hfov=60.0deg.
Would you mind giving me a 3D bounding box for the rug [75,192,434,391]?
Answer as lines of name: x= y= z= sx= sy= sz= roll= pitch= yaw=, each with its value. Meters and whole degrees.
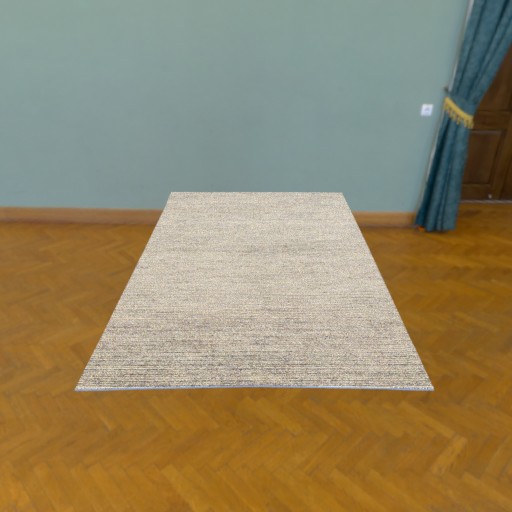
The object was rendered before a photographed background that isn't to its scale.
rug: x=0.000 y=0.000 z=2.214 sx=1.162 sy=0.022 sz=1.804 roll=0 pitch=29 yaw=0
